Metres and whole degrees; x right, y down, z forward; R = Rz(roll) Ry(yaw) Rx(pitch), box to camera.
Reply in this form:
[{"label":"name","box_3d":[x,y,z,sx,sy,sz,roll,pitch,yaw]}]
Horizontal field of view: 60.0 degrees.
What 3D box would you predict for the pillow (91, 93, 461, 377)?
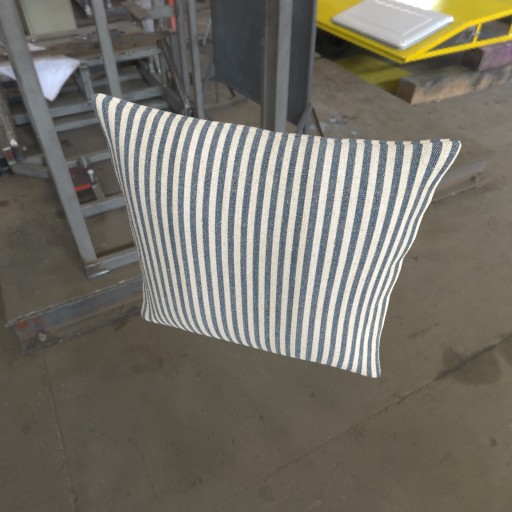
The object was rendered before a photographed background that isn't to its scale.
[{"label":"pillow","box_3d":[0.000,0.000,0.766,0.523,0.510,0.166,11,44,12]}]
